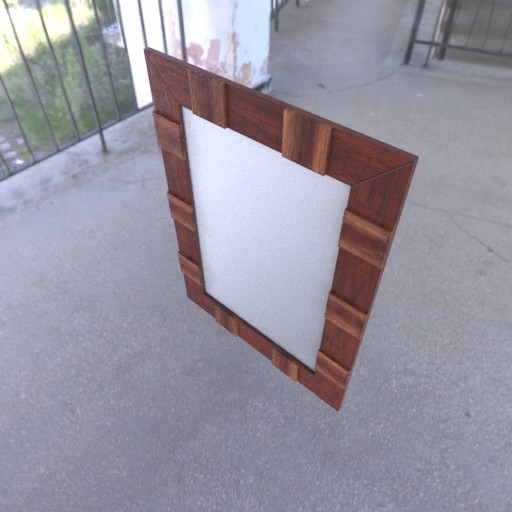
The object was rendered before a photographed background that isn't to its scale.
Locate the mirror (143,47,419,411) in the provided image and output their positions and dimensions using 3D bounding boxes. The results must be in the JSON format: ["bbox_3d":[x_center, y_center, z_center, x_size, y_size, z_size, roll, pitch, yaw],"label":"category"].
[{"bbox_3d":[0.000,0.000,1.053,0.600,0.805,0.021,32,54,27],"label":"mirror"}]
